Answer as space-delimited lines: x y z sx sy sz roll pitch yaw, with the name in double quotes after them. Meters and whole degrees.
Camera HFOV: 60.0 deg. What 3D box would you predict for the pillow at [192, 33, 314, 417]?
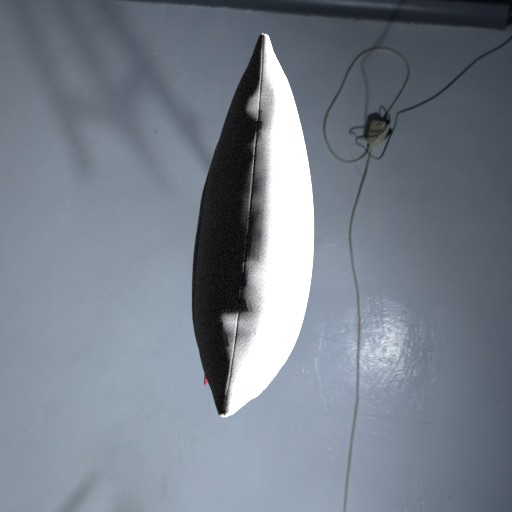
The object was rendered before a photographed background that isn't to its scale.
0.000 0.000 0.679 0.173 0.436 0.433 5 75 1 "pillow"
